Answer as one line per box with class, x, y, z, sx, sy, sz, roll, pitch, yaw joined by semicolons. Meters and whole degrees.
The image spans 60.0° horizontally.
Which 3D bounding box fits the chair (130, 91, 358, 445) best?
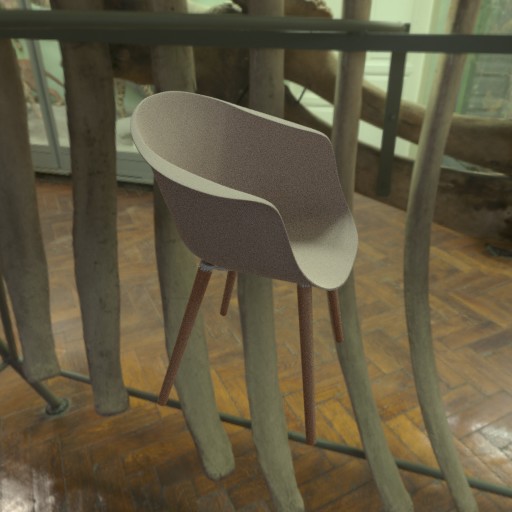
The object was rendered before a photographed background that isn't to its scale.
chair;0.000;0.000;1.160;0.504;0.781;0.593;10;30;17
